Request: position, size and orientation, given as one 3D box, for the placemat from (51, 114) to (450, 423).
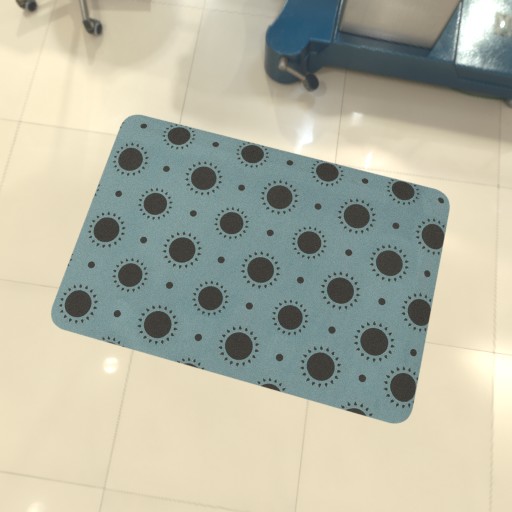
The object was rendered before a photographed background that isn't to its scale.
[{"bbox_3d":[0.000,0.000,0.941,0.762,0.021,0.508,15,77,3],"label":"placemat"}]
